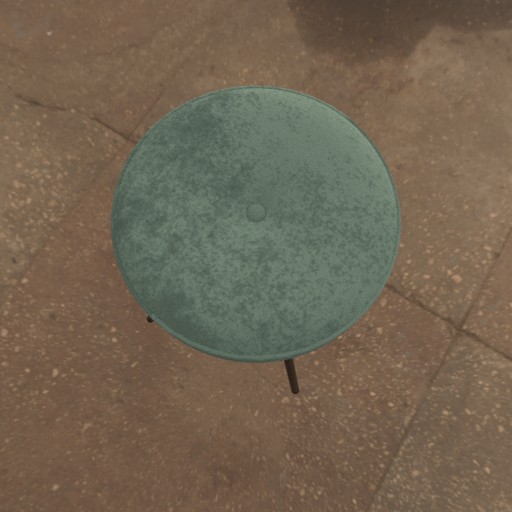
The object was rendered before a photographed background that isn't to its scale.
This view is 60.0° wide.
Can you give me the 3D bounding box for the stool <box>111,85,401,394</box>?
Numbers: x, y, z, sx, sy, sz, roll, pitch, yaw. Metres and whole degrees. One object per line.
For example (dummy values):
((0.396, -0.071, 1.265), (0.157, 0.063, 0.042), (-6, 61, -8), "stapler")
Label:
((0.000, 0.000, 0.853), (0.458, 0.519, 0.457), (33, 78, 8), "stool")
